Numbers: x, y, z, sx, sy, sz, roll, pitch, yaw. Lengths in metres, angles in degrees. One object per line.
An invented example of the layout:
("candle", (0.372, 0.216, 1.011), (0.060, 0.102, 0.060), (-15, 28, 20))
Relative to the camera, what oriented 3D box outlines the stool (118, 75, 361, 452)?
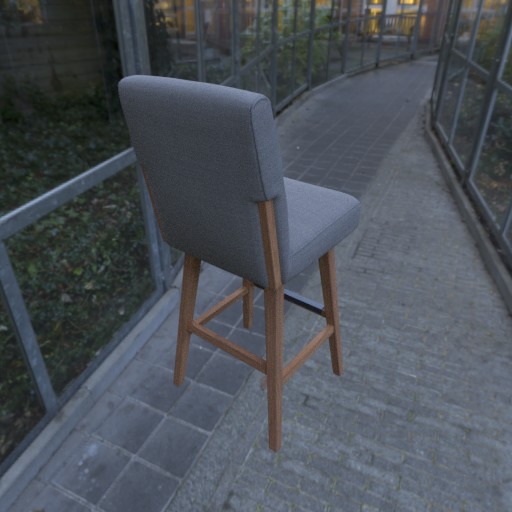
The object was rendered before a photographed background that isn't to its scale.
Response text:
("stool", (0.000, 0.000, 1.409), (0.483, 1.112, 0.570), (22, 37, 32))
